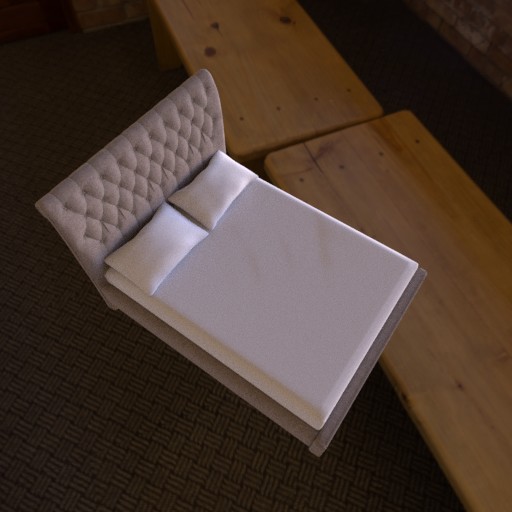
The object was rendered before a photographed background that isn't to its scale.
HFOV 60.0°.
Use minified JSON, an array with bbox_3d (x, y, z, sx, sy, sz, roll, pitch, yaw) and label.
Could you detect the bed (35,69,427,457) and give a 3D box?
[{"bbox_3d":[0.000,0.000,3.332,2.252,1.371,1.645,31,63,18],"label":"bed"}]
